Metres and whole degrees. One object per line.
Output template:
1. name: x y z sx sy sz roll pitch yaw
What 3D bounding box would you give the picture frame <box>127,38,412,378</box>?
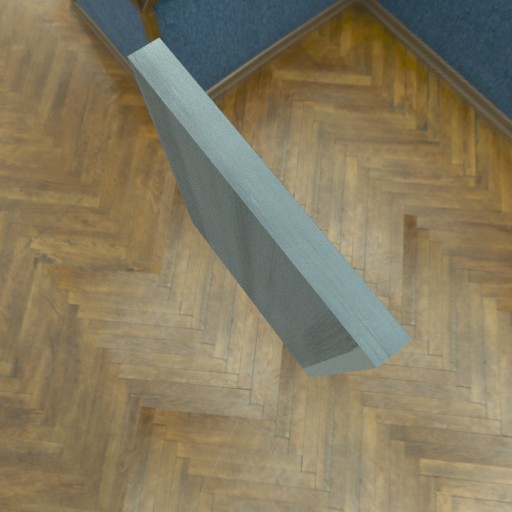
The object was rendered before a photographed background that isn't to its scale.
1. picture frame: 0.000 0.000 0.747 0.046 0.555 0.449 -36 77 -10
